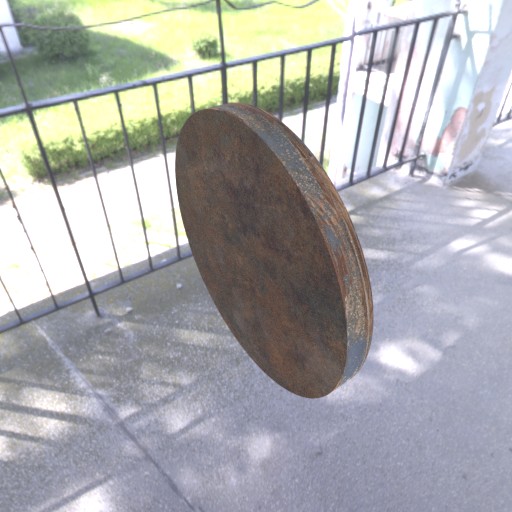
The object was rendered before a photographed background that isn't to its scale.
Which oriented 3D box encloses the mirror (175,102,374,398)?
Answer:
[{"bbox_3d":[0.000,0.000,0.885,0.061,0.585,0.585,-24,47,-25],"label":"mirror"}]
